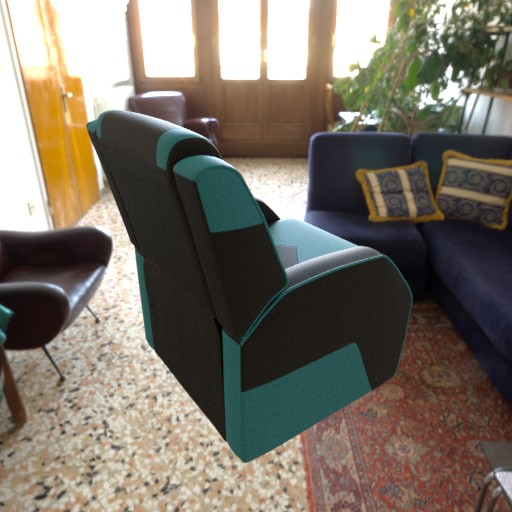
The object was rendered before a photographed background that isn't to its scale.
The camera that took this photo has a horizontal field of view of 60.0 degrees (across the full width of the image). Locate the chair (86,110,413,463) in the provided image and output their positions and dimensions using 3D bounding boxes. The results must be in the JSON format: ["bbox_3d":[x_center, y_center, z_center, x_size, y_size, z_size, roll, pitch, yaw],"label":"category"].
[{"bbox_3d":[0.000,0.000,1.256,0.672,0.805,0.620,-17,30,-31],"label":"chair"}]
